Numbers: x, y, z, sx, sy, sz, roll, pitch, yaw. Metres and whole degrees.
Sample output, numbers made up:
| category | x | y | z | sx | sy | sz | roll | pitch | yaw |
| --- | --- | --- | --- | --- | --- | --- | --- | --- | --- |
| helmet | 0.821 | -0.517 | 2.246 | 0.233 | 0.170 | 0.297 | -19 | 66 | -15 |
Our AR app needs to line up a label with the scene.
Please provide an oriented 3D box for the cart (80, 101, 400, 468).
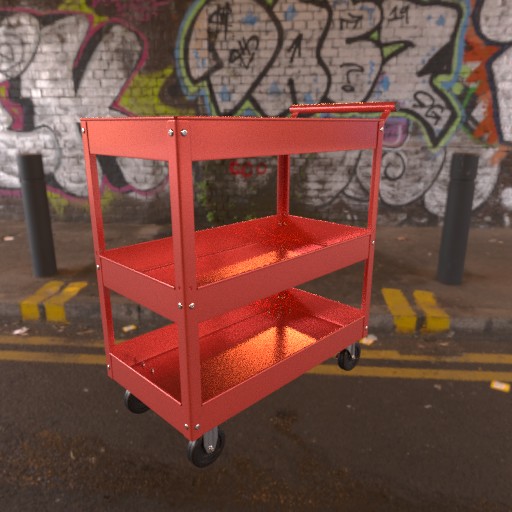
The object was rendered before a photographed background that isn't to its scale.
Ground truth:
| category | x | y | z | sx | sy | sz | roll | pitch | yaw |
| --- | --- | --- | --- | --- | --- | --- | --- | --- | --- |
| cart | 0.000 | 0.000 | 1.165 | 0.366 | 0.780 | 0.719 | 16 | 23 | 43 |
